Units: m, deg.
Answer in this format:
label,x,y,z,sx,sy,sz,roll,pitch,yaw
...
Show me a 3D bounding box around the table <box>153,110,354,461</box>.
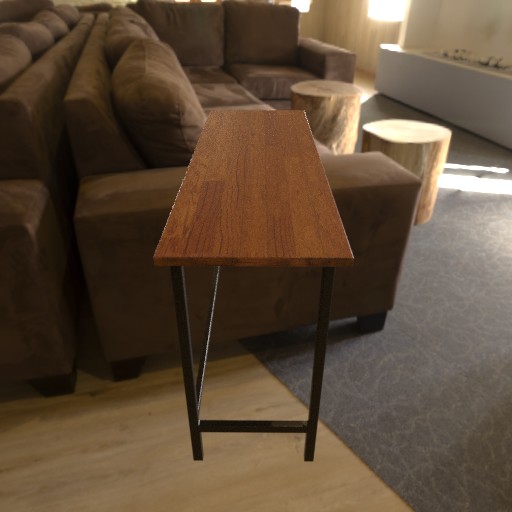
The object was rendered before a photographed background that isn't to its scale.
label,x,y,z,sx,sy,sz,roll,pitch,yaw
table,0.000,0.000,1.604,0.408,0.740,1.204,0,32,0
